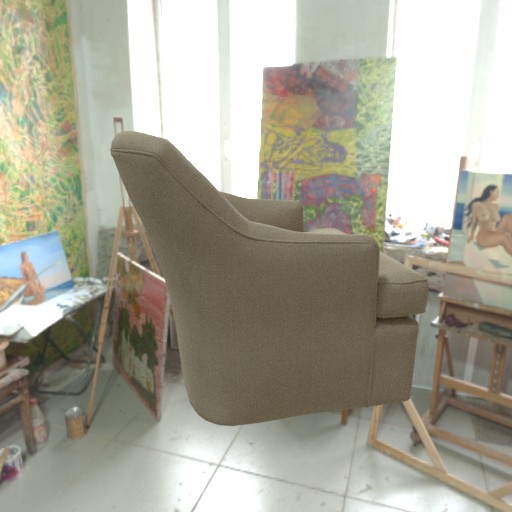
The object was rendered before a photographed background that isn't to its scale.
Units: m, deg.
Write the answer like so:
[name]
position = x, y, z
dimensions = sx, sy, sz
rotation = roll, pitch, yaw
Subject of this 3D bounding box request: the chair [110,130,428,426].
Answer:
[chair]
position = 0.000, 0.000, 1.580
dimensions = 0.923, 0.856, 0.864
rotation = -3, 15, -11
